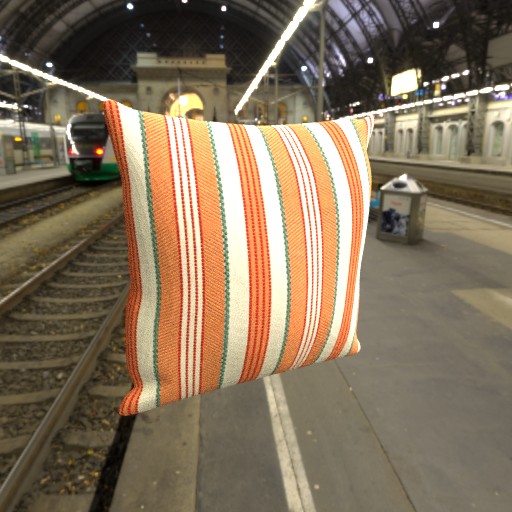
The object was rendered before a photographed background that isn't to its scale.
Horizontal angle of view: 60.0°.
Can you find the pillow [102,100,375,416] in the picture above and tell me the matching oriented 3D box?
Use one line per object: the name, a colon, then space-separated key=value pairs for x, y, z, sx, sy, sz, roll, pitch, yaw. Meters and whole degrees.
pillow: x=0.000 y=0.000 z=0.685 sx=0.440 sy=0.441 sz=0.182 roll=-7 pitch=16 yaw=-26
